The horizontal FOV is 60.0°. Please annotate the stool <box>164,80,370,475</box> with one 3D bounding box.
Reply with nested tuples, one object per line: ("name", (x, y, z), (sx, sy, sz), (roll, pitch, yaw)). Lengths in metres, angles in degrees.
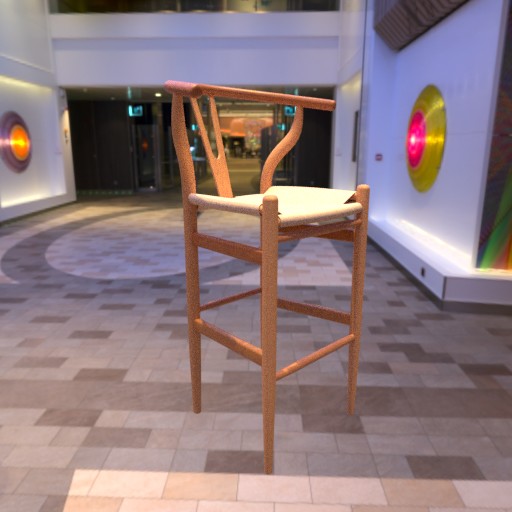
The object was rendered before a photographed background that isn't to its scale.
("stool", (0.000, 0.000, 1.398), (0.574, 1.068, 0.561), (-13, 19, -43))
